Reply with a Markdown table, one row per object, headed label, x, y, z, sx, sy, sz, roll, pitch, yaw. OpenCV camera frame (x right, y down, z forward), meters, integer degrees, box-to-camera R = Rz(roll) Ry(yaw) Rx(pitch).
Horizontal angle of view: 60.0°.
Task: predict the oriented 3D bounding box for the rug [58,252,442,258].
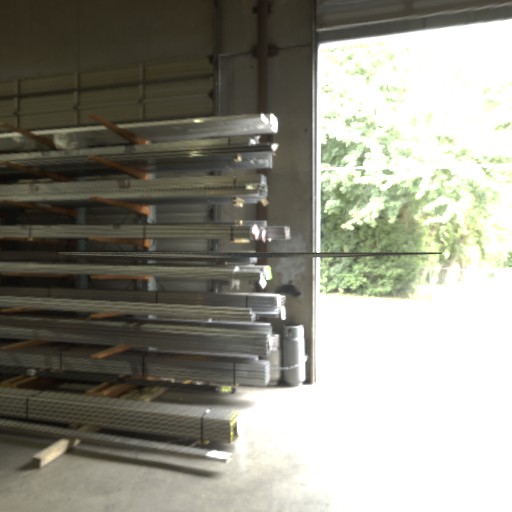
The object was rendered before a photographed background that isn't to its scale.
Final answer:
| label | x | y | z | sx | sy | sz | roll | pitch | yaw |
| --- | --- | --- | --- | --- | --- | --- | --- | --- | --- |
| rug | 0.000 | 0.000 | 2.337 | 1.234 | 0.006 | 1.854 | 0 | -1 | 2 |
